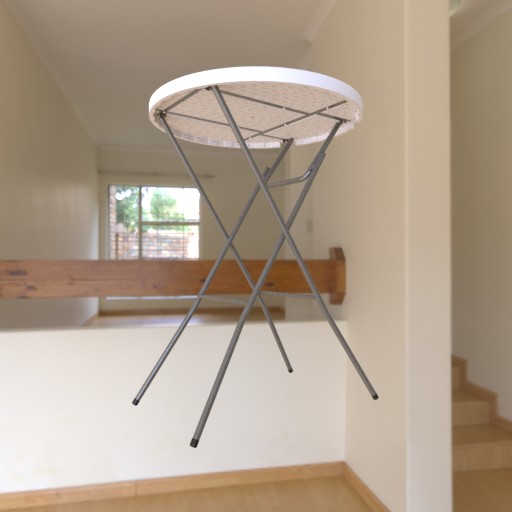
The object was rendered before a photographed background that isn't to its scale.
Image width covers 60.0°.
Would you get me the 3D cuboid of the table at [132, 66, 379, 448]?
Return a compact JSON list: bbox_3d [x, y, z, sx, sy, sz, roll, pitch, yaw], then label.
[{"bbox_3d":[0.000,0.000,1.683,0.795,1.105,0.792,0,0,-36],"label":"table"}]
